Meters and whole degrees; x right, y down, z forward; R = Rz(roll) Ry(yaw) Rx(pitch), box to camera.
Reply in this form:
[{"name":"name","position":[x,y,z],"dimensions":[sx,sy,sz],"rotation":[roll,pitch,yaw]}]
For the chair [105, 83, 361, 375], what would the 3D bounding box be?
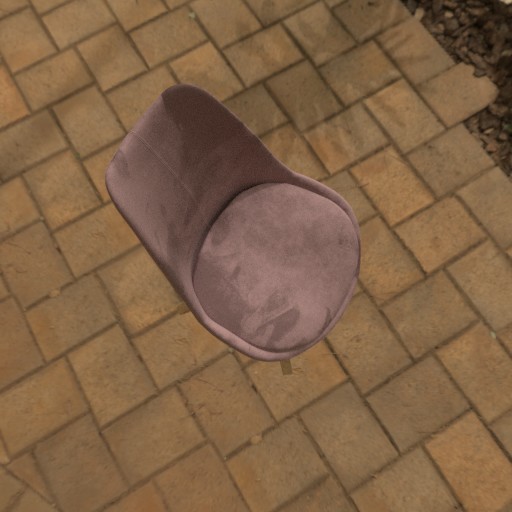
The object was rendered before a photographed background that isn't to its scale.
[{"name":"chair","position":[0.000,0.000,1.193],"dimensions":[0.550,0.850,0.485],"rotation":[29,77,7]}]
